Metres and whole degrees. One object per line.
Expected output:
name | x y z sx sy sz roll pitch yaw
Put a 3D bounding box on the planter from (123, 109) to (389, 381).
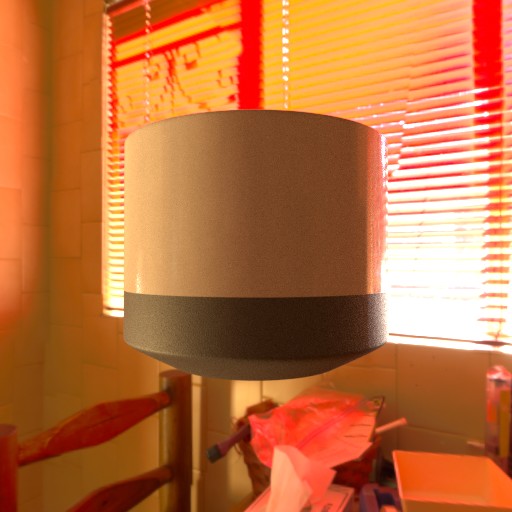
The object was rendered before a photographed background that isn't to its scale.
planter | 0.000 0.000 0.224 0.128 0.105 0.128 0 -1 0
